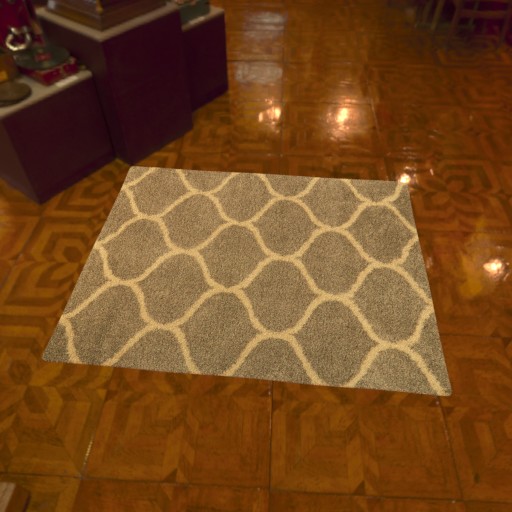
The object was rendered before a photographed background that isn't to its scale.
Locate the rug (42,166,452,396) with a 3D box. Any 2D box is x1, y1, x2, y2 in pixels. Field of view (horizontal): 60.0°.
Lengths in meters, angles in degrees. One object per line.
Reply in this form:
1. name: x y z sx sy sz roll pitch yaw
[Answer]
1. rug: 0.000 0.000 4.005 3.000 0.026 2.399 4 48 4
